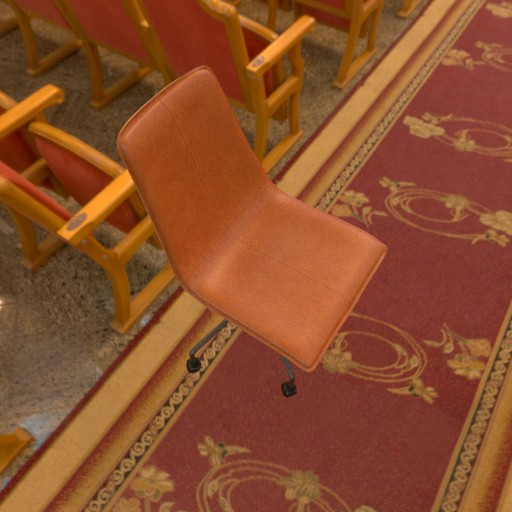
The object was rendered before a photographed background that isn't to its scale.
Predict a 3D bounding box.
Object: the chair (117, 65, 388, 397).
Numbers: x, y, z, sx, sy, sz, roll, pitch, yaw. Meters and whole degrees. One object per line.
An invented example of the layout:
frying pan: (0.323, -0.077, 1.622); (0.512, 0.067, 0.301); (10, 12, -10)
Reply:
chair: (0.000, 0.000, 1.361); (0.660, 0.920, 0.651); (30, 63, 17)
